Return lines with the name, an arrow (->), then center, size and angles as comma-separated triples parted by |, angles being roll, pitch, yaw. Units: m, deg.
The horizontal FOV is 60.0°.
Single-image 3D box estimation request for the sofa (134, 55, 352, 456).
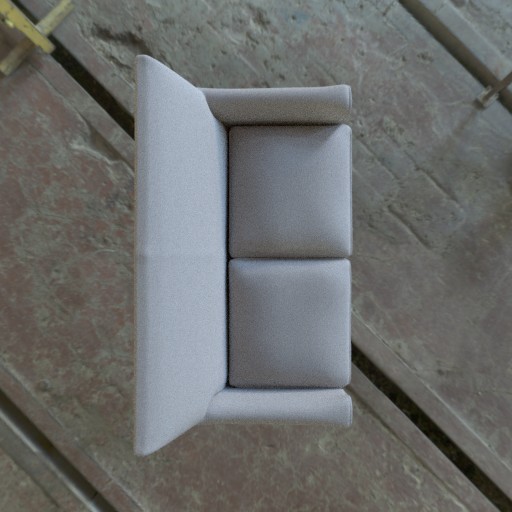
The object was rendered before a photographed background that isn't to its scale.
sofa -> 0.000, 0.000, 2.056 | 0.888, 0.890, 1.482 | 0, 89, 1
